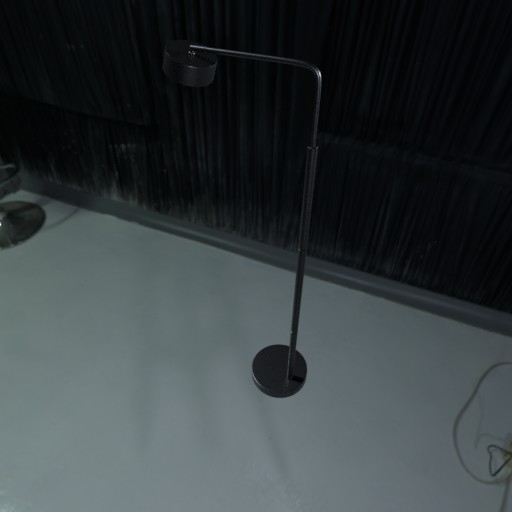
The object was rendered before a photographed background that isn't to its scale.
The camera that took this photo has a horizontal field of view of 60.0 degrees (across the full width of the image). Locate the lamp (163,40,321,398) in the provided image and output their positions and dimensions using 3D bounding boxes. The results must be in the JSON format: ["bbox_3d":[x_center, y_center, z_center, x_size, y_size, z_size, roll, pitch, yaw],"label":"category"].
[{"bbox_3d":[0.000,0.000,1.373,0.418,1.230,0.219,15,46,15],"label":"lamp"}]
